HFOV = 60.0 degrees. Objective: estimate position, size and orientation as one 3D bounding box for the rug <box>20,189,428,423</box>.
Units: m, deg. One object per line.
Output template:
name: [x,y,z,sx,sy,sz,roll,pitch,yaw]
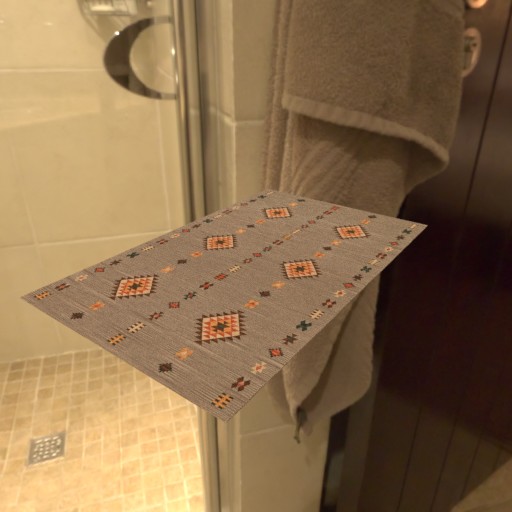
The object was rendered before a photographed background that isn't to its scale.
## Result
rug: [0.000,0.000,2.967,1.515,0.007,2.427,18,32,32]
